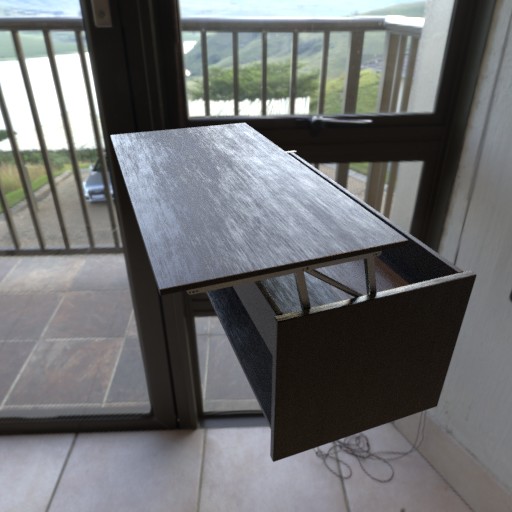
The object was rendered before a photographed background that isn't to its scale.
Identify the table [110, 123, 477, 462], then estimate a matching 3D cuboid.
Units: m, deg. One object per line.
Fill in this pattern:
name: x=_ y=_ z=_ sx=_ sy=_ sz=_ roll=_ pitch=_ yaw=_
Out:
table: x=0.000 y=0.000 z=1.391 sx=0.712 sy=0.570 sz=1.000 roll=-11 pitch=32 yaw=-17
